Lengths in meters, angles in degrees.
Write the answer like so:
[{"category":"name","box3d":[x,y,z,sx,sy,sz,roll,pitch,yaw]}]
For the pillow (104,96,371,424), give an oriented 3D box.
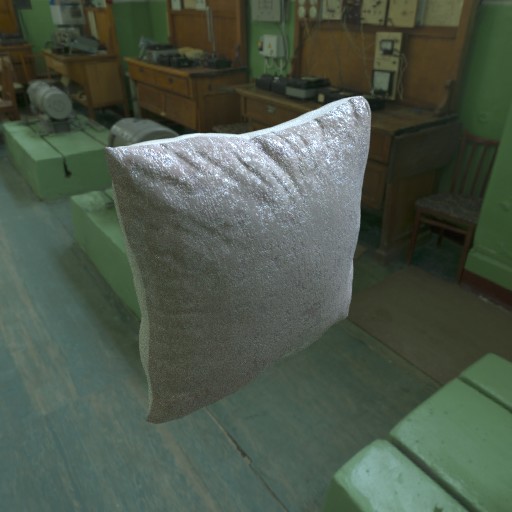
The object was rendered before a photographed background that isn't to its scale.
[{"category":"pillow","box3d":[0.000,0.000,0.716,0.450,0.448,0.245,-21,36,-32]}]
